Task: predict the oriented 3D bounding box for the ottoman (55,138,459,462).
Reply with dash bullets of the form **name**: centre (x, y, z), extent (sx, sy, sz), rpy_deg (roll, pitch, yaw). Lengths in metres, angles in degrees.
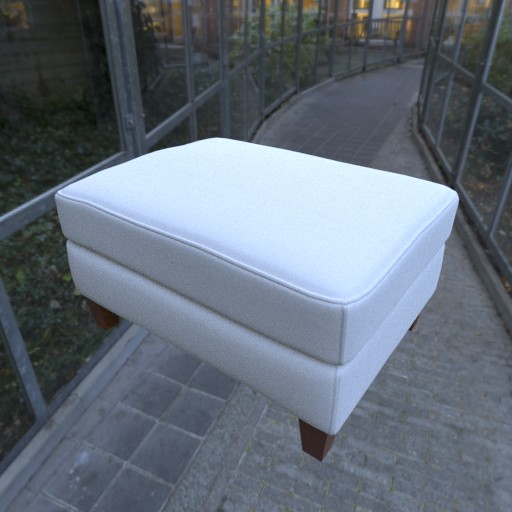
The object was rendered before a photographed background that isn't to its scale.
- **ottoman**: centre (0.000, 0.000, 1.174), extent (0.818, 0.479, 0.634), rpy_deg (20, 36, 31)
